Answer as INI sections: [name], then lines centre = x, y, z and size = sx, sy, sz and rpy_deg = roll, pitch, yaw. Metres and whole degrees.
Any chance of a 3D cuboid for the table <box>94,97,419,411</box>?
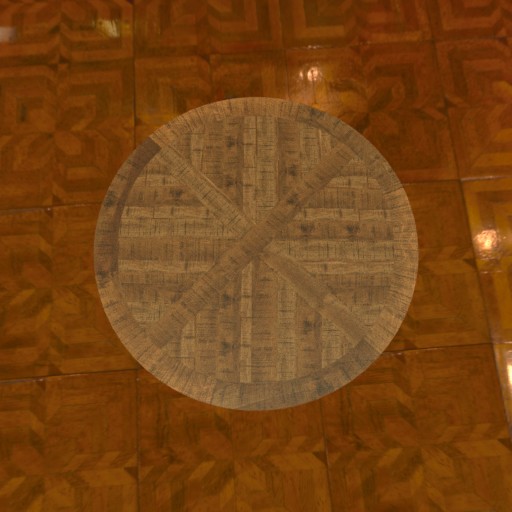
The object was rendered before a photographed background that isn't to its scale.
[table]
centre = 0.000, 0.000, 1.976
size = 1.264, 0.516, 1.264
rpy_deg = 0, 76, 0
